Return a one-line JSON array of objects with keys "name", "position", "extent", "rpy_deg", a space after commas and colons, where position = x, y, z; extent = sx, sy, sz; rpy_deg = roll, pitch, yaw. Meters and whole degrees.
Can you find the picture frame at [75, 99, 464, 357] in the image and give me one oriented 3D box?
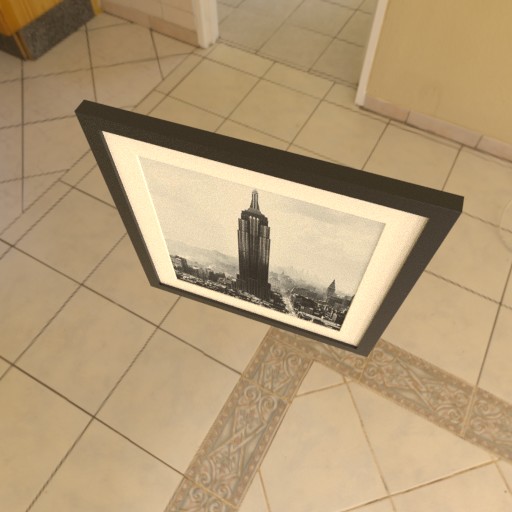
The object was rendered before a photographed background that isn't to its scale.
[{"name": "picture frame", "position": [0.000, 0.000, 0.850], "extent": [0.559, 0.557, 0.029], "rpy_deg": [17, 60, 10]}]
